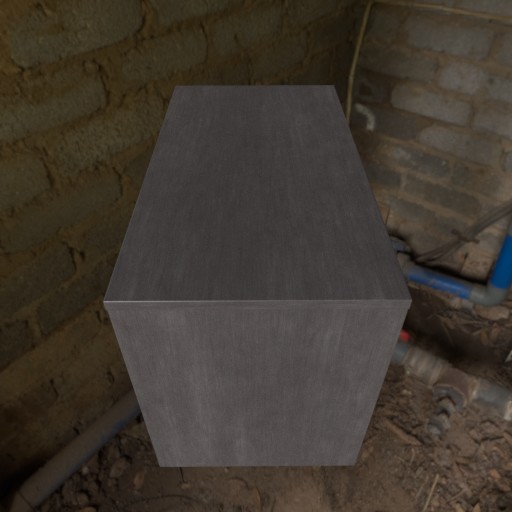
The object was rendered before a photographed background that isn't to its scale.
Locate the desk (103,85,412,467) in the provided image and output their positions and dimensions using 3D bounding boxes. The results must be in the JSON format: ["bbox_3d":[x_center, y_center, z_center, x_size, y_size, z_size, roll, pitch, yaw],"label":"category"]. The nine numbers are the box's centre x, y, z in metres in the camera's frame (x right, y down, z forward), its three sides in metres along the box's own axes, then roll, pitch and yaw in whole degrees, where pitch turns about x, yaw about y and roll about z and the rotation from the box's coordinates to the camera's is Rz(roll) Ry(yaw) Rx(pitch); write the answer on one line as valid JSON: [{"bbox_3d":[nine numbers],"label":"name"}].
[{"bbox_3d":[0.000,0.000,1.517,0.600,0.750,1.100,0,42,0],"label":"desk"}]
